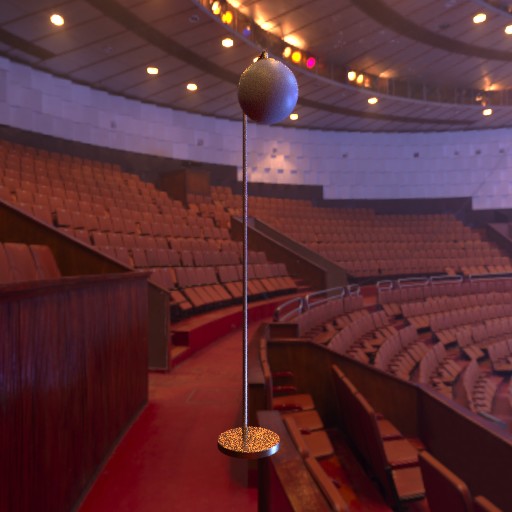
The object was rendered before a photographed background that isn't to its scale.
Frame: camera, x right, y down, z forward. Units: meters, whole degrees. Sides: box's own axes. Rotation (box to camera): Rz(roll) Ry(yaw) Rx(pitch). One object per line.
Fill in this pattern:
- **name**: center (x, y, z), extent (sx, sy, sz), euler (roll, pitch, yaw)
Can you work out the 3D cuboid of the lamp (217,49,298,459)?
- **lamp**: center (0.000, 0.000, 1.689), extent (0.249, 1.505, 0.476), euler (0, -1, -19)
